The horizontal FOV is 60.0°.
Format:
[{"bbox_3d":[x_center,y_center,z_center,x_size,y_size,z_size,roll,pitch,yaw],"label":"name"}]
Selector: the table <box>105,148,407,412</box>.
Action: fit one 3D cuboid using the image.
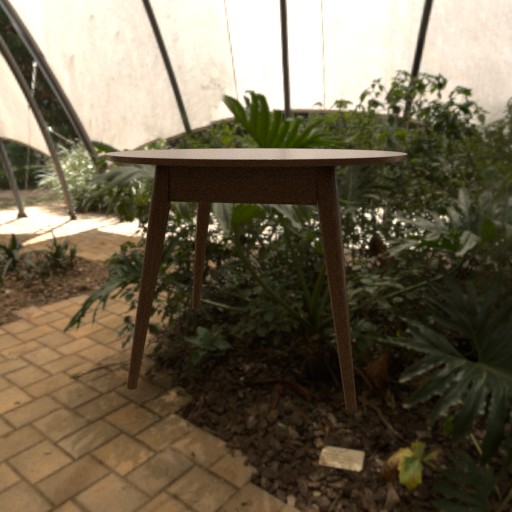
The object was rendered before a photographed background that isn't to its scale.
[{"bbox_3d":[0.000,0.000,1.724,1.053,0.786,1.053,0,15,0],"label":"table"}]
